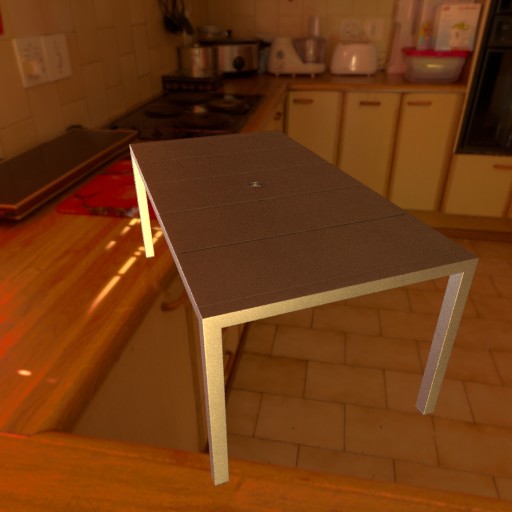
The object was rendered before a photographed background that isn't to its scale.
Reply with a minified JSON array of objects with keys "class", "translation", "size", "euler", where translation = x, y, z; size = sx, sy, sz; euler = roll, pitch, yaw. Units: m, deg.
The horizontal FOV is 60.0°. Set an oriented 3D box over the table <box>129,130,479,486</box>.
[{"class":"table","translation":[0.000,0.000,2.151],"size":[0.914,0.735,1.680],"euler":[-11,32,-17]}]
